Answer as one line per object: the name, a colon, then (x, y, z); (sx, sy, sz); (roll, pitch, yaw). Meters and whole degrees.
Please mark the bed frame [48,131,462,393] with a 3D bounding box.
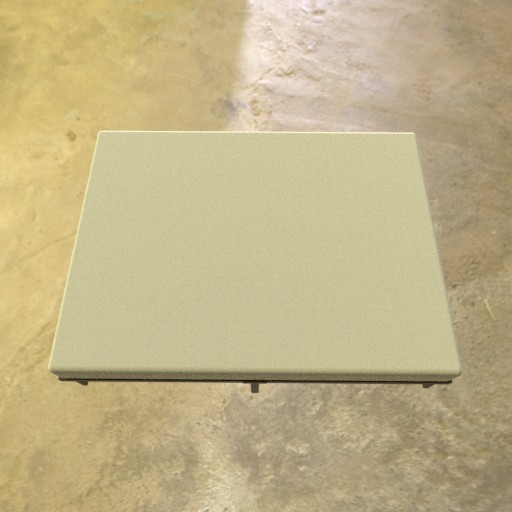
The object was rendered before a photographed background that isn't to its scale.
bed frame: (0.000, 0.000, 3.490); (2.635, 0.680, 1.990); (0, 64, 0)
